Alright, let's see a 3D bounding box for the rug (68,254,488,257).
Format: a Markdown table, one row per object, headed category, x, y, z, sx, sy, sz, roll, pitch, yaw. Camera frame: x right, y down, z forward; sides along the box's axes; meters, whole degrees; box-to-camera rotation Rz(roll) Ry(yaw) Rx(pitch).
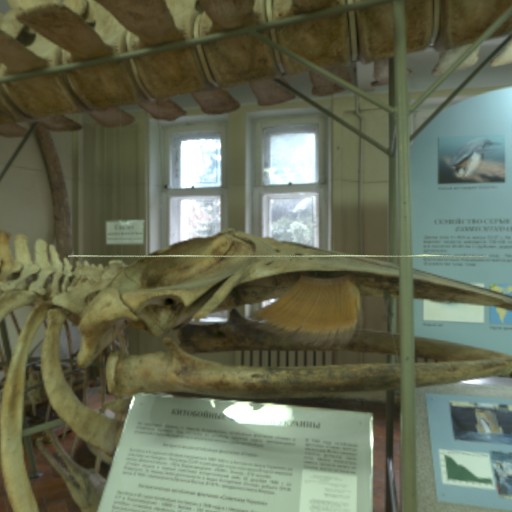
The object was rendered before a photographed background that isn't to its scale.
| category | x | y | z | sx | sy | sz | roll | pitch | yaw |
| --- | --- | --- | --- | --- | --- | --- | --- | --- | --- |
| rug | 0.000 | 0.000 | 4.183 | 3.051 | 0.021 | 2.448 | 0 | 0 | -17 |
